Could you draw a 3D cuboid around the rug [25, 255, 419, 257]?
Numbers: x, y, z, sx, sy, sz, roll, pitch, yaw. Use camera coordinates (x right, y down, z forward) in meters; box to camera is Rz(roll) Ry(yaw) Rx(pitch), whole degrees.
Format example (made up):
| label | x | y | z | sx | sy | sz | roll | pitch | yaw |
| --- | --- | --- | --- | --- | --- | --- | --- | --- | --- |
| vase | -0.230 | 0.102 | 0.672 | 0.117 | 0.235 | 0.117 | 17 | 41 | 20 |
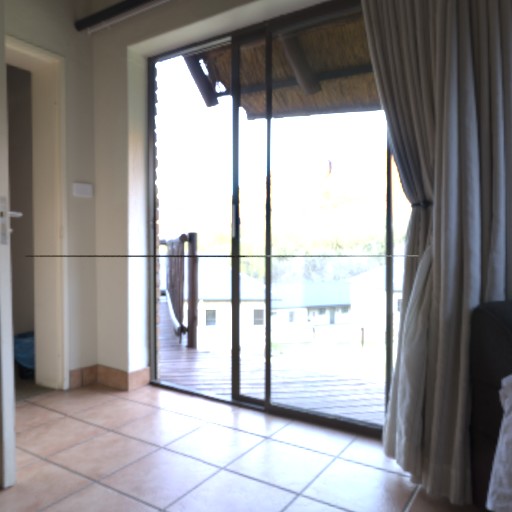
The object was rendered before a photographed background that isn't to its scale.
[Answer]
| label | x | y | z | sx | sy | sz | roll | pitch | yaw |
| --- | --- | --- | --- | --- | --- | --- | --- | --- | --- |
| rug | 0.000 | 0.000 | 2.239 | 1.143 | 0.006 | 1.747 | 0 | 0 | 35 |
